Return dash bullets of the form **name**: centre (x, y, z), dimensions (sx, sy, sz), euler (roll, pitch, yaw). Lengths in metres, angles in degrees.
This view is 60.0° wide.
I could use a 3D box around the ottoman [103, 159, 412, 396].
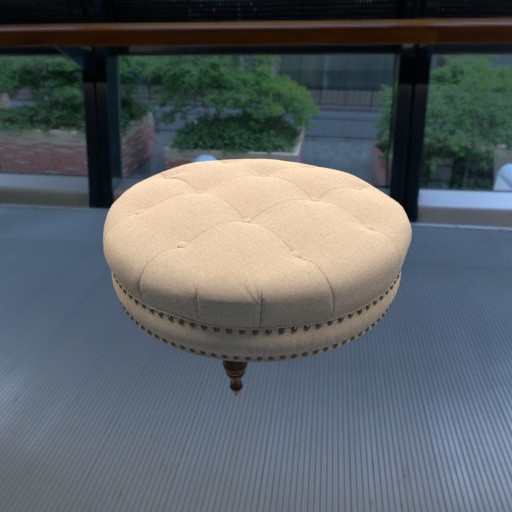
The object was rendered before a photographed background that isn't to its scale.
- **ottoman**: centre (0.000, 0.000, 1.468), dimensions (0.940, 0.483, 0.940), euler (0, 30, 0)
